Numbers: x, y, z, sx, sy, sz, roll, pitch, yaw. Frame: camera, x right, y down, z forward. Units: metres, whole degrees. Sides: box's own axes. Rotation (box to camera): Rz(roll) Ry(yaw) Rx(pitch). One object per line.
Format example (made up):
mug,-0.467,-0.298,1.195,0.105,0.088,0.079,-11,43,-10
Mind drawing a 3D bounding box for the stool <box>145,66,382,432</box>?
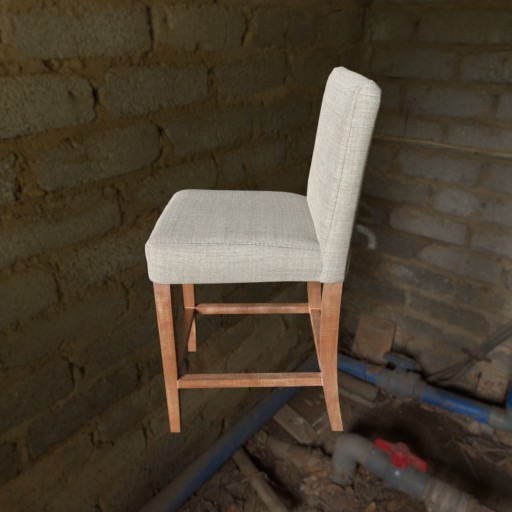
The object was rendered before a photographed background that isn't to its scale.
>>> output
stool,0.000,0.000,1.352,0.567,1.039,0.454,0,27,0
